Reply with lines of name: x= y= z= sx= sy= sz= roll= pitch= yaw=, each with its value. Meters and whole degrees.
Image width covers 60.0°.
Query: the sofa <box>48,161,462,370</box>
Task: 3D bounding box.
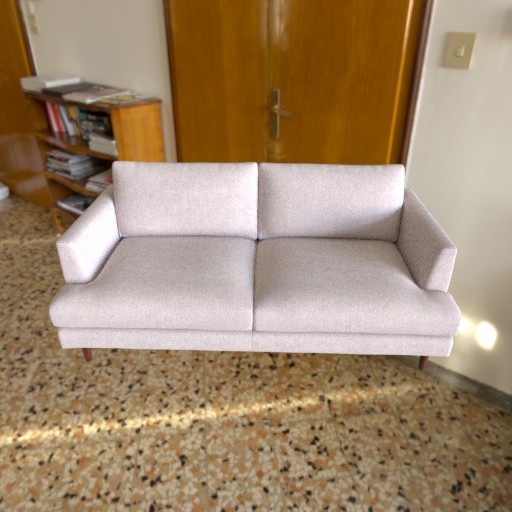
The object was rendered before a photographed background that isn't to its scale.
sofa: x=0.000 y=0.000 z=2.487 sx=1.948 sy=0.868 sz=1.020 roll=1 pitch=29 yaw=2
